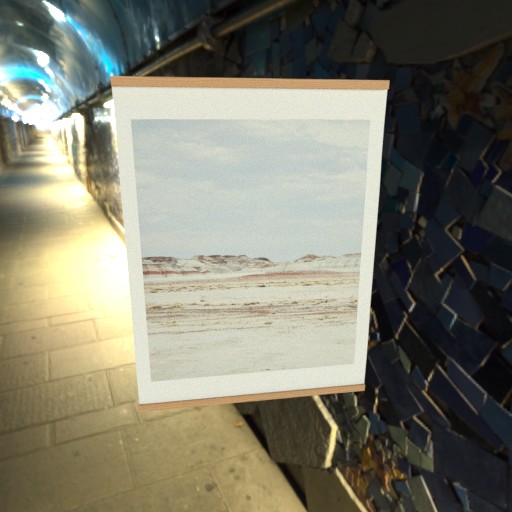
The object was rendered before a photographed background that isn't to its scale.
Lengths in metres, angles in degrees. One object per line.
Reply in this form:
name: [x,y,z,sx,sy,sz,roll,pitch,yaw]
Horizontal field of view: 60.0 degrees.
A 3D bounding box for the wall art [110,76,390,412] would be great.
wall art: [0.000,0.000,0.812,0.458,0.605,0.011,-3,17,-9]
